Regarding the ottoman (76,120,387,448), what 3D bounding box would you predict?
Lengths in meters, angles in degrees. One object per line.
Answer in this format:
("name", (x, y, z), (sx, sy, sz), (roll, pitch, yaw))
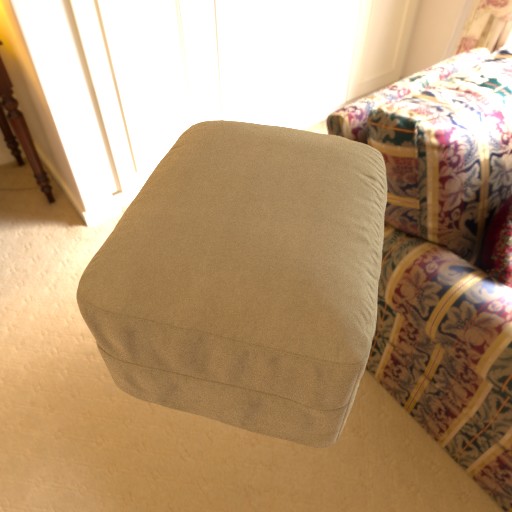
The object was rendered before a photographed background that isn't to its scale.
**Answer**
("ottoman", (0.000, 0.000, 1.106), (0.584, 0.480, 0.712), (11, 47, 10))
